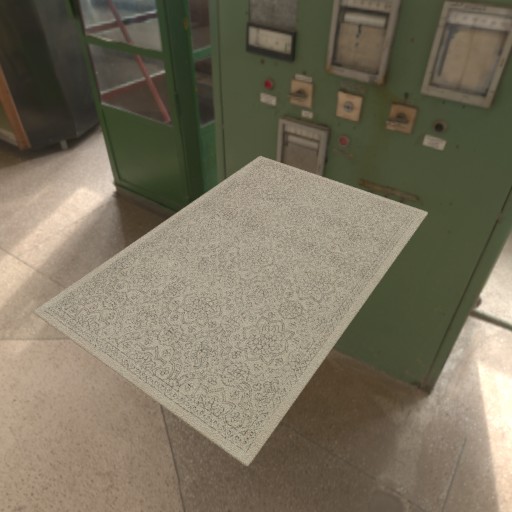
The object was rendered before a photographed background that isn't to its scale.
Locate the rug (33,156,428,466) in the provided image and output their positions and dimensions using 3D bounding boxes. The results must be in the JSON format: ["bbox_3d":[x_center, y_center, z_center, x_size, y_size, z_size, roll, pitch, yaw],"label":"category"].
[{"bbox_3d":[0.000,0.000,2.333,1.219,0.010,1.829,25,46,26],"label":"rug"}]
